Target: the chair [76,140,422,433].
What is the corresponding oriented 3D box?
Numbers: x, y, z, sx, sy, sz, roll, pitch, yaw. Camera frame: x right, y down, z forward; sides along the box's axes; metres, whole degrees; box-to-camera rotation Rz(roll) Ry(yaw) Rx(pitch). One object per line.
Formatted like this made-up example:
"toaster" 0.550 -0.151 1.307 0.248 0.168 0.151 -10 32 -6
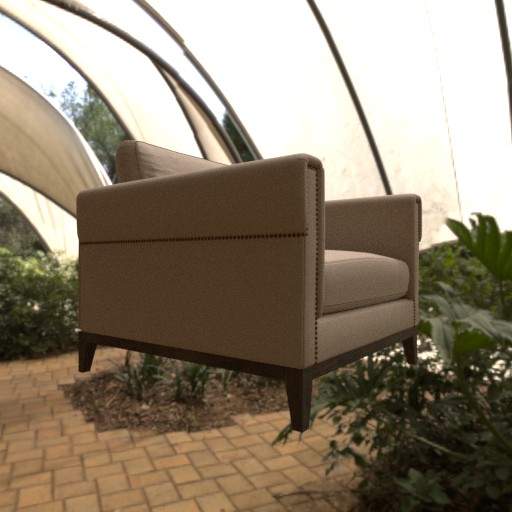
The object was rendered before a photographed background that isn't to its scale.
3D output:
"chair" 0.000 0.000 1.663 0.959 0.838 0.914 0 -1 37
